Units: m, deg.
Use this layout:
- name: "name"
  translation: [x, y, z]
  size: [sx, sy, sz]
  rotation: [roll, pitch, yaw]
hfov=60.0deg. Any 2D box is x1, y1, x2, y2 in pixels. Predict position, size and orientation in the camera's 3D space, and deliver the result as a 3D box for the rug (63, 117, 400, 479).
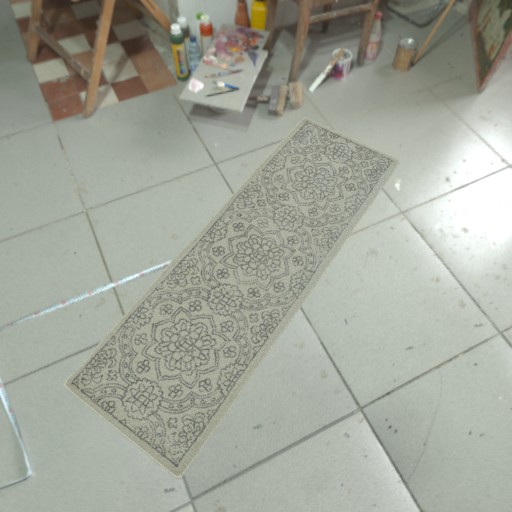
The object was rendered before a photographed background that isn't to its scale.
- name: "rug"
  translation: [0.000, 0.000, 2.703]
  size: [0.806, 0.006, 2.431]
  rotation: [30, 64, 17]
